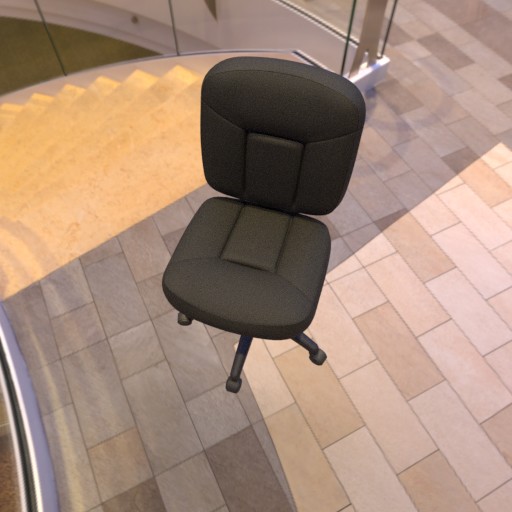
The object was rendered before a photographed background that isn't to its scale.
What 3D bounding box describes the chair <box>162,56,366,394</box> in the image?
[{"bbox_3d":[0.000,0.000,1.379,0.610,0.972,0.610,14,58,9],"label":"chair"}]
